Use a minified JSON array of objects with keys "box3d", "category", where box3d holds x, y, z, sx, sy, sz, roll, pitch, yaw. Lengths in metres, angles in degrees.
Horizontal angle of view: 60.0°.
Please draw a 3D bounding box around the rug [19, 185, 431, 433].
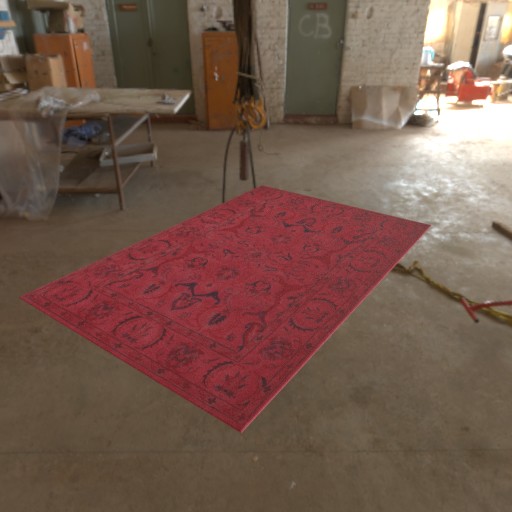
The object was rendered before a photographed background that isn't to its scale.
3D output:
[{"box3d":[0.000,0.000,2.242,1.209,0.008,1.814,19,33,31],"category":"rug"}]
